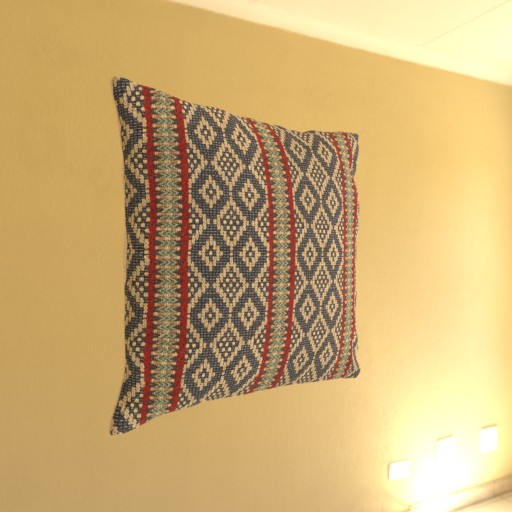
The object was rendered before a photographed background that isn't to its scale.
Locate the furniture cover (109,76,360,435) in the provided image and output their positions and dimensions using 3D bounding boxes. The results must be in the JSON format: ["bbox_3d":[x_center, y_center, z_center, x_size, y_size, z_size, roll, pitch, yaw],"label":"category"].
[{"bbox_3d":[0.000,0.000,0.654,0.431,0.431,0.139,0,1,-36],"label":"furniture cover"}]
